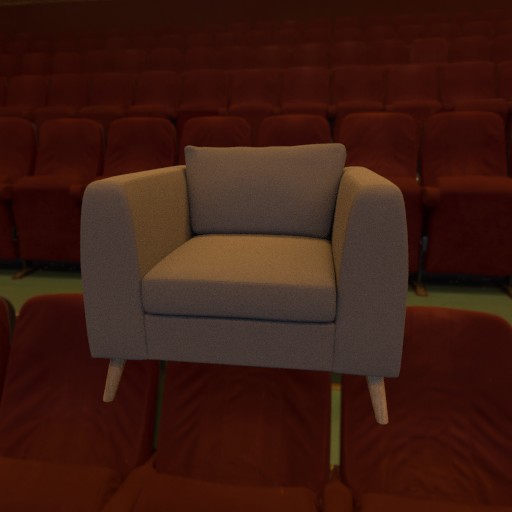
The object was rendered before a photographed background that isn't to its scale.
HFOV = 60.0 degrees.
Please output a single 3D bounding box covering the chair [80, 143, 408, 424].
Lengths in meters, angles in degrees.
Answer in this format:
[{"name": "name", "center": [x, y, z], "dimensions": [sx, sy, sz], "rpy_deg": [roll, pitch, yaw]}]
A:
[{"name": "chair", "center": [0.000, 0.000, 1.750], "dimensions": [1.000, 0.860, 0.930], "rpy_deg": [2, 15, 7]}]
